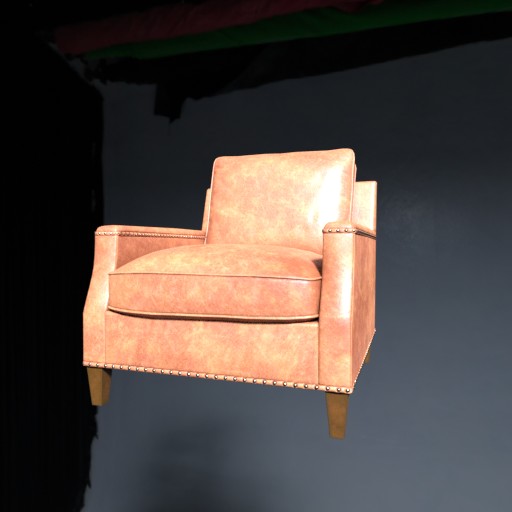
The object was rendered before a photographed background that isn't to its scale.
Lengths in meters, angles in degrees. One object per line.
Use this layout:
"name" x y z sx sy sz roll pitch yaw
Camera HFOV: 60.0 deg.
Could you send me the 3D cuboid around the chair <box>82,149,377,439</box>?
"chair" 0.000 0.000 1.717 0.853 0.943 1.014 0 1 19
